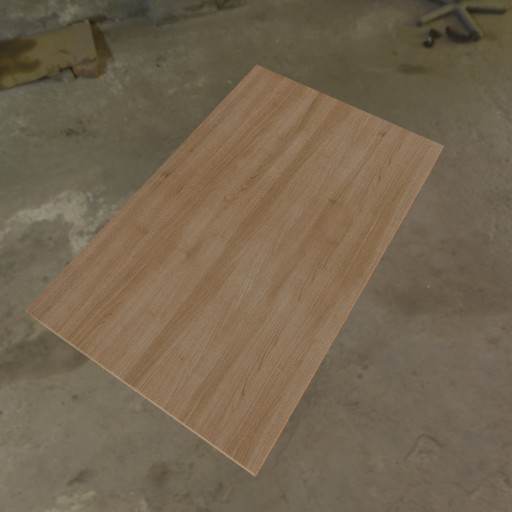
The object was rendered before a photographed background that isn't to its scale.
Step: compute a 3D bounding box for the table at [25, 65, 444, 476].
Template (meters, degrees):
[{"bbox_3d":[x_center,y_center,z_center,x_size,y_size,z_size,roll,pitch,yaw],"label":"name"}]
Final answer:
[{"bbox_3d":[0.000,0.000,1.456,0.700,0.440,1.100,29,66,15],"label":"table"}]
